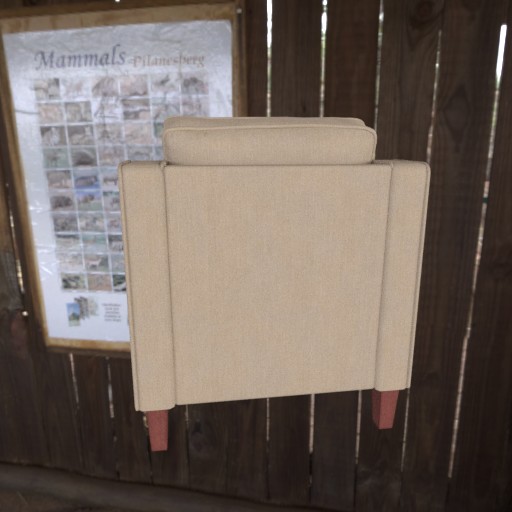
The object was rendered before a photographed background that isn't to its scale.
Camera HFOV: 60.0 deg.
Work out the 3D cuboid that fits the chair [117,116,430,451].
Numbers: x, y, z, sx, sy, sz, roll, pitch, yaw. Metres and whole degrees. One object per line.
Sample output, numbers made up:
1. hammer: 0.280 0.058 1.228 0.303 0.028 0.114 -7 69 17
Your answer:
1. chair: 0.000 0.000 1.653 0.831 0.960 0.909 -2 13 -9
